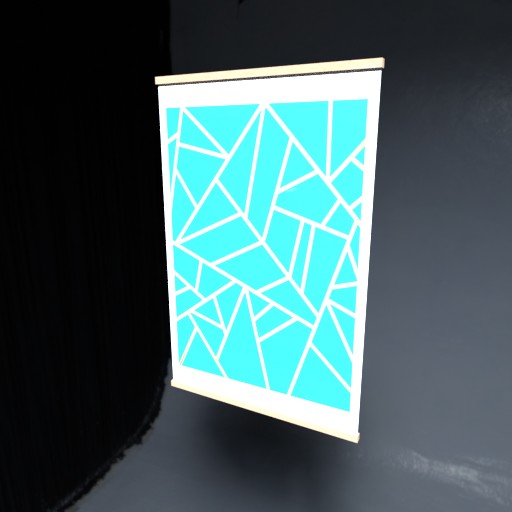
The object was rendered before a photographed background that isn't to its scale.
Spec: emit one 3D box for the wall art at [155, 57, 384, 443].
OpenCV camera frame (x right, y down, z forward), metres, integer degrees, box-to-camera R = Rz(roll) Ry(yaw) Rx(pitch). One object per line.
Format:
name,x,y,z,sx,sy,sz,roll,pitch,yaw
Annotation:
wall art,0.000,0.000,1.935,0.990,1.519,0.030,7,16,27
